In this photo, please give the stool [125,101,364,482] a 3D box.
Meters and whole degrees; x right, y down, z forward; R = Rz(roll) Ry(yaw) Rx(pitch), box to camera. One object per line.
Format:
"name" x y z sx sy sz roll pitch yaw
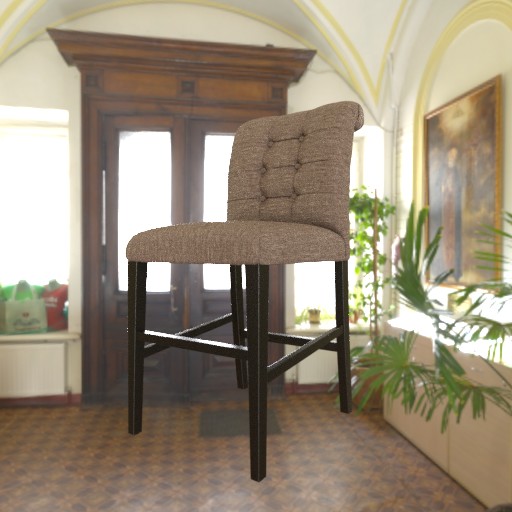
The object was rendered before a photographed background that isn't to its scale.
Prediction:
"stool" 0.000 0.000 1.315 0.457 0.970 0.611 1 1 36
